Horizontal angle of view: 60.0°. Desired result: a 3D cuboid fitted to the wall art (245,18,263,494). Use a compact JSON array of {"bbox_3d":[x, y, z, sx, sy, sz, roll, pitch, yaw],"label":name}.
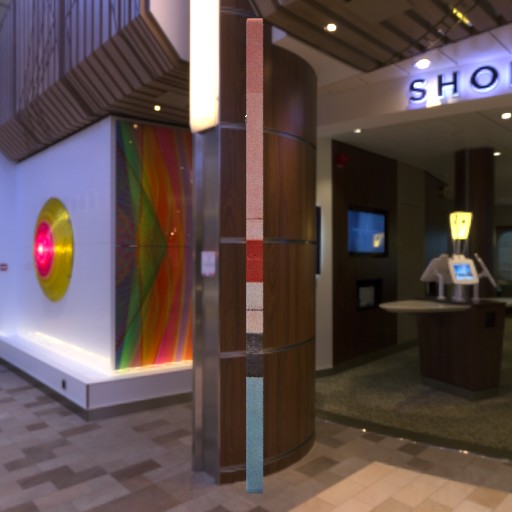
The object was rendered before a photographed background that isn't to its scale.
[{"bbox_3d":[0.000,0.000,1.328,0.039,1.016,0.761,0,0,1],"label":"wall art"}]
